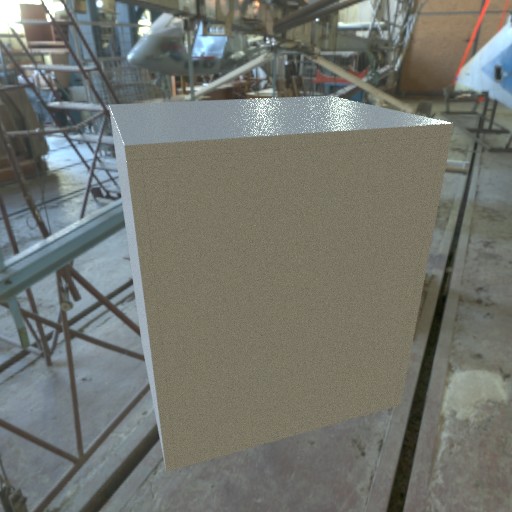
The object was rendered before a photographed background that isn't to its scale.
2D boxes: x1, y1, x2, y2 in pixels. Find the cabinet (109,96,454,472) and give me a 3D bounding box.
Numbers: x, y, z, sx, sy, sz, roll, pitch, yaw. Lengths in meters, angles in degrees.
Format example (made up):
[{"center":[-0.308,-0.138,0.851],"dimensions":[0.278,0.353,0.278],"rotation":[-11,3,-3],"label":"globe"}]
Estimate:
[{"center":[0.000,0.000,0.751],"dimensions":[0.400,0.470,0.360],"rotation":[-9,27,-17],"label":"cabinet"}]
